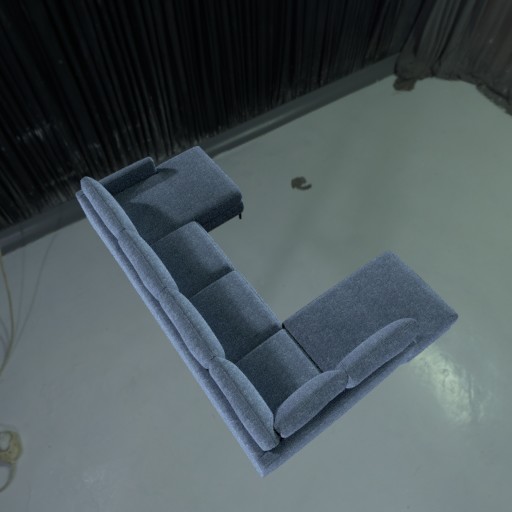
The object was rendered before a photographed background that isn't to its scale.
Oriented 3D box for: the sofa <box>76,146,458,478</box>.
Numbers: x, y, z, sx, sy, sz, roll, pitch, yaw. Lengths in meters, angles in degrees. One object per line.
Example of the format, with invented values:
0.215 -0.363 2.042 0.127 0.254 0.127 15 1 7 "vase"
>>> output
0.000 0.000 3.660 1.879 0.756 2.737 -32 63 -18 "sofa"
